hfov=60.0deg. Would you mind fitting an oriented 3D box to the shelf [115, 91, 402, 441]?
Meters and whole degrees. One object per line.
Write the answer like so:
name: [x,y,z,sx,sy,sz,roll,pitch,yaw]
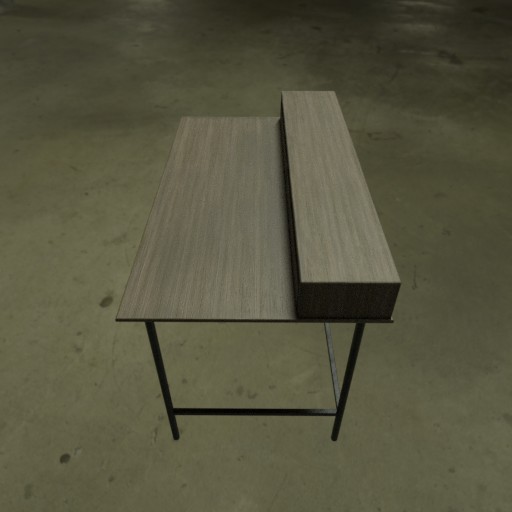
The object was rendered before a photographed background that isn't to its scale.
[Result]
shelf: [0.000,0.000,1.751,0.685,0.865,1.212,0,41,0]
